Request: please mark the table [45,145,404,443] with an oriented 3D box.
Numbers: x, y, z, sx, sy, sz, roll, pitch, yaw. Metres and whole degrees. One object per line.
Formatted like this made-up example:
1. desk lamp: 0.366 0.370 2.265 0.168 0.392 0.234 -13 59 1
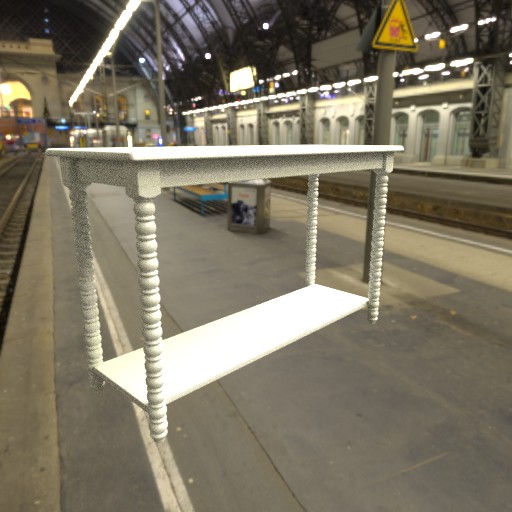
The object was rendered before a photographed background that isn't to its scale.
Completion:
1. table: 0.000 0.000 1.549 0.459 0.740 1.184 14 20 43
